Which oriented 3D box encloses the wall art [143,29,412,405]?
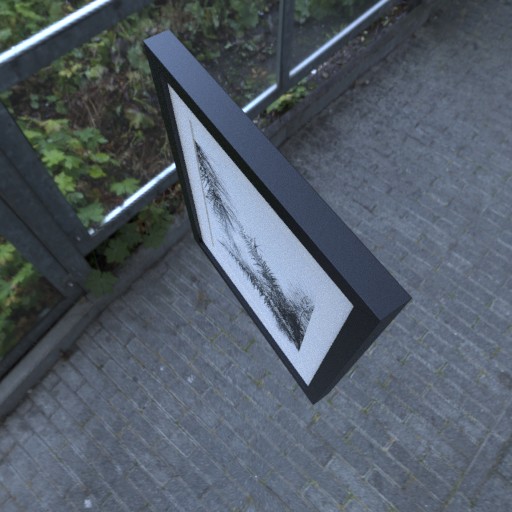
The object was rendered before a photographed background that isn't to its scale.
[{"bbox_3d":[0.000,0.000,0.520,0.028,0.380,0.325,-32,68,-15],"label":"wall art"}]
